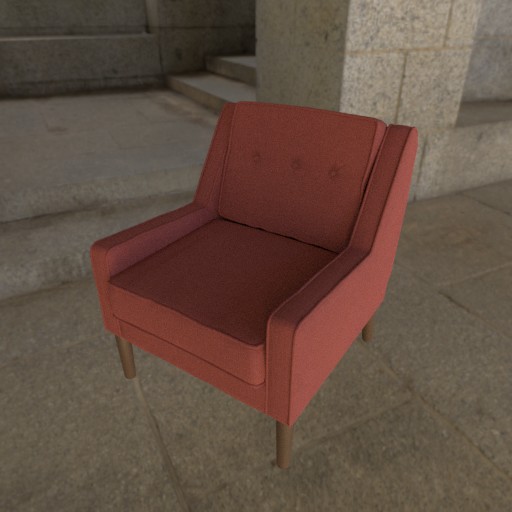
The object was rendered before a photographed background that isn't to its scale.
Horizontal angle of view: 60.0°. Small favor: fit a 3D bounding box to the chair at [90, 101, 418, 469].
[{"bbox_3d":[0.000,0.000,1.376,0.680,0.812,0.770,18,35,29],"label":"chair"}]
